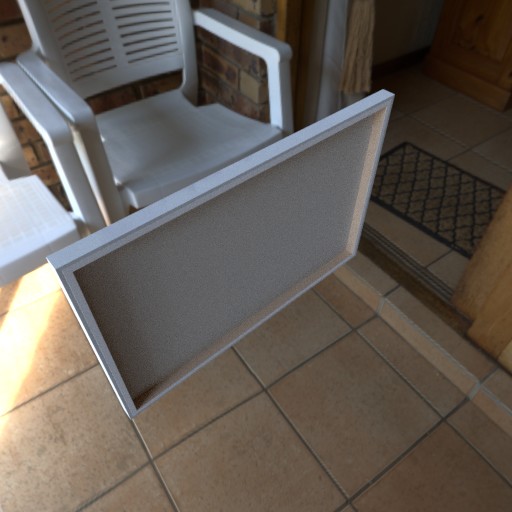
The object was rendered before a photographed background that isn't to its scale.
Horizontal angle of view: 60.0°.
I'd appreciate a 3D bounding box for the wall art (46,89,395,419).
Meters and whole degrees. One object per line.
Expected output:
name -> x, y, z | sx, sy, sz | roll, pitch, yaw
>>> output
wall art -> 0.000, 0.000, 1.173 | 0.915, 0.610, 0.038 | -32, 55, -26
